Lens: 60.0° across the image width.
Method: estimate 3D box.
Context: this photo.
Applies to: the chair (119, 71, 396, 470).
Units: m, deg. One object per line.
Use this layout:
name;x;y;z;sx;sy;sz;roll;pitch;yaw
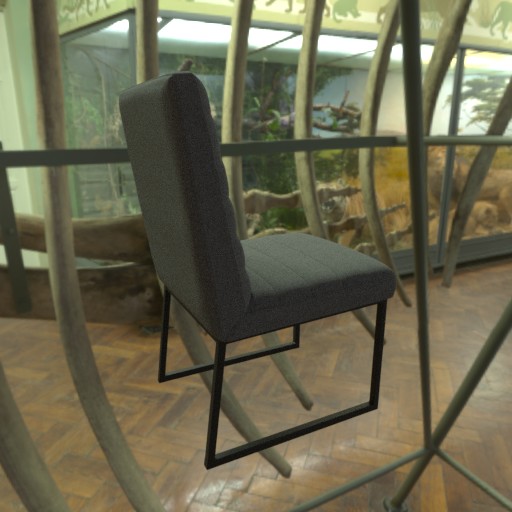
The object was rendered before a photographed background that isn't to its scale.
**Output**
chair;0.000;0.000;1.289;0.634;0.930;0.520;-8;18;-26
